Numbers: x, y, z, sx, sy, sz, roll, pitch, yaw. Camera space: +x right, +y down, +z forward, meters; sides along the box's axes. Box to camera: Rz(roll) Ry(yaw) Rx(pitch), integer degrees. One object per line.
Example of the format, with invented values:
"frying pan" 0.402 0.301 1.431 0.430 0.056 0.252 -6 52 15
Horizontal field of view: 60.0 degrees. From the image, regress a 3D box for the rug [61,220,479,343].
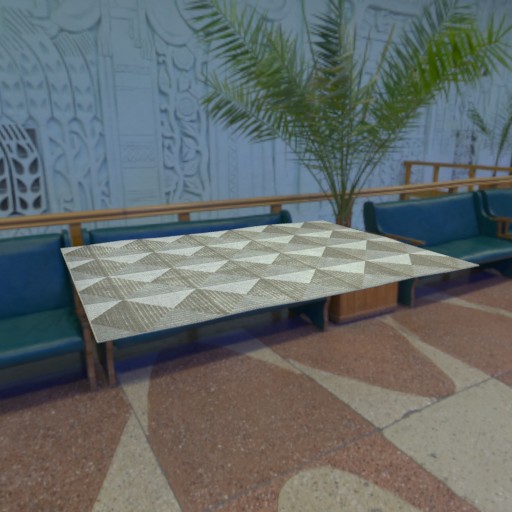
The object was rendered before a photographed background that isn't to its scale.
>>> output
"rug" 0.000 0.000 4.331 3.333 0.027 2.428 -8 17 -27
